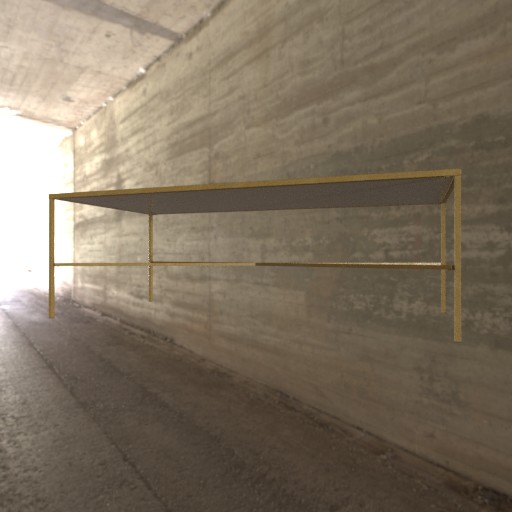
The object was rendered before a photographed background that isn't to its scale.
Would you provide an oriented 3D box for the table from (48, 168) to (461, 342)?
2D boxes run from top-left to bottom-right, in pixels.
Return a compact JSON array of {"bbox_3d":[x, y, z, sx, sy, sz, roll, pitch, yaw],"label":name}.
[{"bbox_3d":[0.000,0.000,1.490,1.206,0.398,0.580,0,0,20],"label":"table"}]
